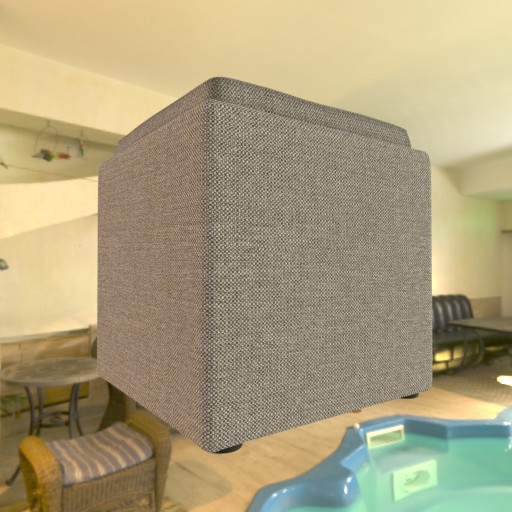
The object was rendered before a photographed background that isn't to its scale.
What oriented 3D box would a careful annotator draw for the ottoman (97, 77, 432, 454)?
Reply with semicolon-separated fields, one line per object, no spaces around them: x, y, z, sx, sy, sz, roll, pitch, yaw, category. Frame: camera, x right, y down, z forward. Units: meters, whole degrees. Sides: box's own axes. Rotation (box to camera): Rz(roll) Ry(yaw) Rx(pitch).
0.000;0.000;0.816;0.454;0.487;0.436;1;-1;-36;ottoman
